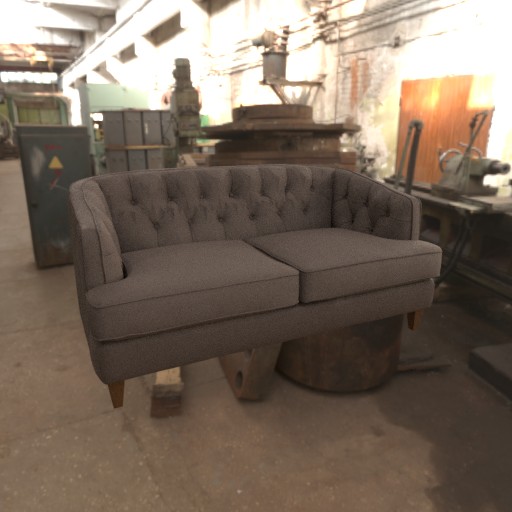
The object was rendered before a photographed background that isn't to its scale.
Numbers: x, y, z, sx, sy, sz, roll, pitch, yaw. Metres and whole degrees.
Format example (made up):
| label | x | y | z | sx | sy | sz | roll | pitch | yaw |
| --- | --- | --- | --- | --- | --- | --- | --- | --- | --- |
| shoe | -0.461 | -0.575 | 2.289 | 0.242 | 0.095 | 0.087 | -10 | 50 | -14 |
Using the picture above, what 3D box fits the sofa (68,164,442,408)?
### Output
| label | x | y | z | sx | sy | sz | roll | pitch | yaw |
| --- | --- | --- | --- | --- | --- | --- | --- | --- | --- |
| sofa | 0.000 | 0.000 | 2.289 | 1.733 | 0.855 | 0.941 | -8 | 18 | -25 |
